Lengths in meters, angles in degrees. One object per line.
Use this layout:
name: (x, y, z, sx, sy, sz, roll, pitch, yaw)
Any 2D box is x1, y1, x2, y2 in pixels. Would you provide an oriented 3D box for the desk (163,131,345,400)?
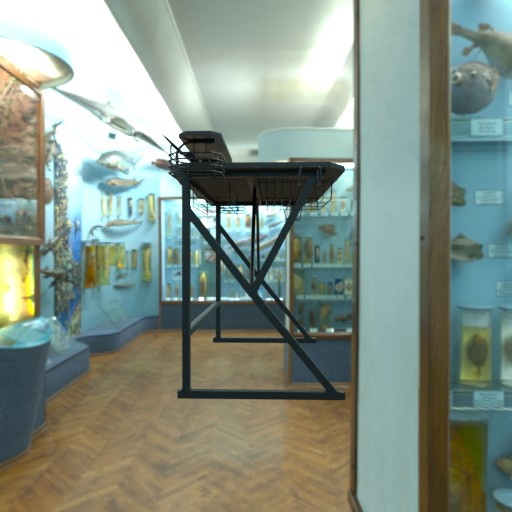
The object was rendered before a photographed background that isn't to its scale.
desk: (0.000, 0.000, 1.808, 0.580, 0.880, 1.290, 0, 1, 2)
